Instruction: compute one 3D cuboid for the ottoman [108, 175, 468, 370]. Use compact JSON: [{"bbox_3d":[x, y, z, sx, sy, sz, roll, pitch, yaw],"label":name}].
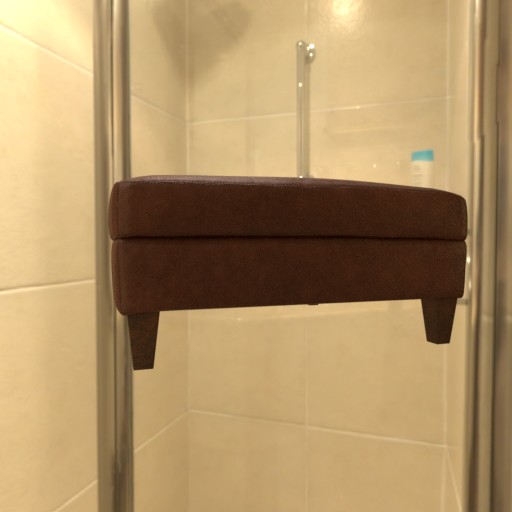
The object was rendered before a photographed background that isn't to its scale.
[{"bbox_3d":[0.000,0.000,1.323,0.836,0.415,0.844,0,2,-18],"label":"ottoman"}]
